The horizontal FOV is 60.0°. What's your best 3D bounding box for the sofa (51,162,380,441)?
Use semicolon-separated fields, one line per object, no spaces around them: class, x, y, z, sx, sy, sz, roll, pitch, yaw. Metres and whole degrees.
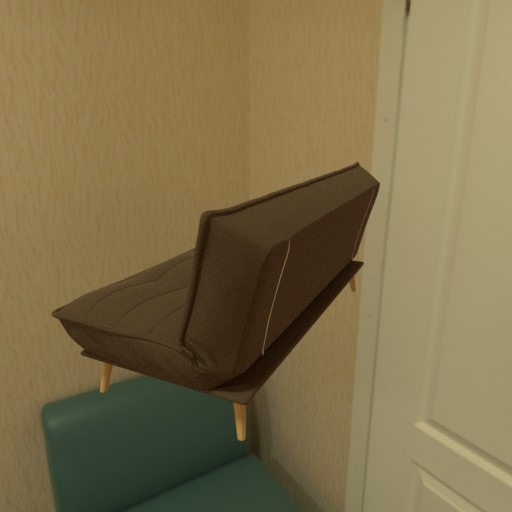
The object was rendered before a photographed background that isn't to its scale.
sofa;0.000;0.000;2.429;0.950;0.890;1.940;8;19;25
